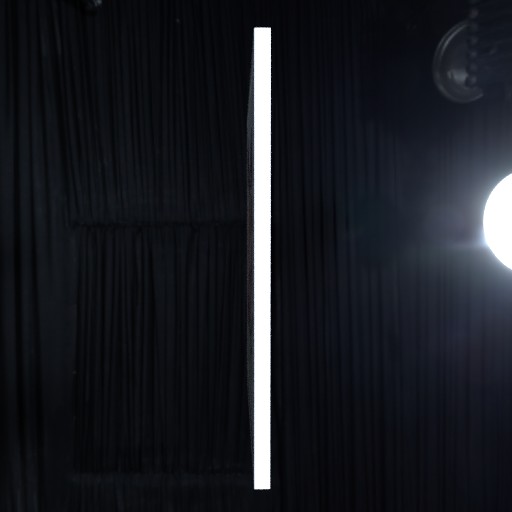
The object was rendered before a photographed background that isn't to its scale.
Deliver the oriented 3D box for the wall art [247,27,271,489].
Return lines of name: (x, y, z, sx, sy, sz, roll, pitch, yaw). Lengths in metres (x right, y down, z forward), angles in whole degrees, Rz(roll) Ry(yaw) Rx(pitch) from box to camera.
wall art: (0.000, 0.000, 1.414, 0.042, 1.056, 0.805, 0, 2, -2)
